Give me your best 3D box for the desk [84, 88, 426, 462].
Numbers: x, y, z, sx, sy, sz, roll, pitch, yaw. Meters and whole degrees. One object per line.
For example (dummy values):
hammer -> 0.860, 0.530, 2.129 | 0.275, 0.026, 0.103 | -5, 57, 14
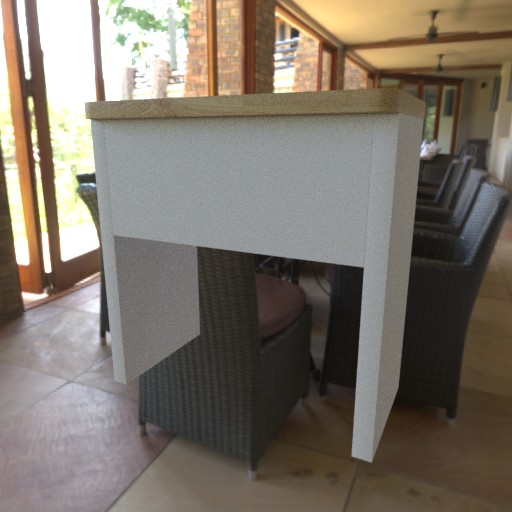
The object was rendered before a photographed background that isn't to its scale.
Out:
desk -> 0.000, 0.000, 1.208 | 0.760, 0.790, 0.440 | 7, 17, 26
